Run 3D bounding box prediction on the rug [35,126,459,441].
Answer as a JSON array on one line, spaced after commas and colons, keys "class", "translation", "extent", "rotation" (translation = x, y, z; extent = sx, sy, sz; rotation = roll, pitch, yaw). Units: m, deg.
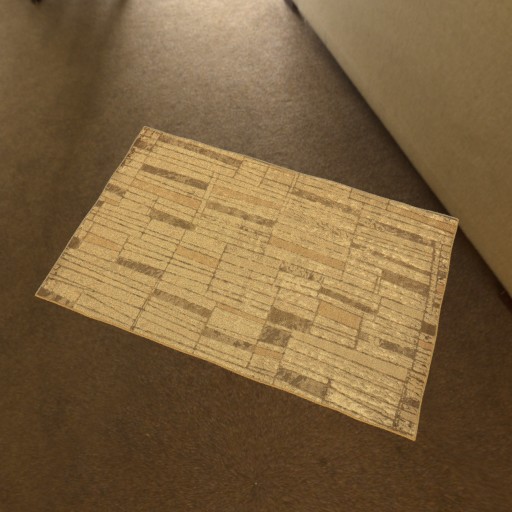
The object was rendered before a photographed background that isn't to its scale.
[{"class": "rug", "translation": [0.000, 0.000, 2.953], "extent": [2.444, 0.023, 1.531], "rotation": [18, 64, 9]}]
